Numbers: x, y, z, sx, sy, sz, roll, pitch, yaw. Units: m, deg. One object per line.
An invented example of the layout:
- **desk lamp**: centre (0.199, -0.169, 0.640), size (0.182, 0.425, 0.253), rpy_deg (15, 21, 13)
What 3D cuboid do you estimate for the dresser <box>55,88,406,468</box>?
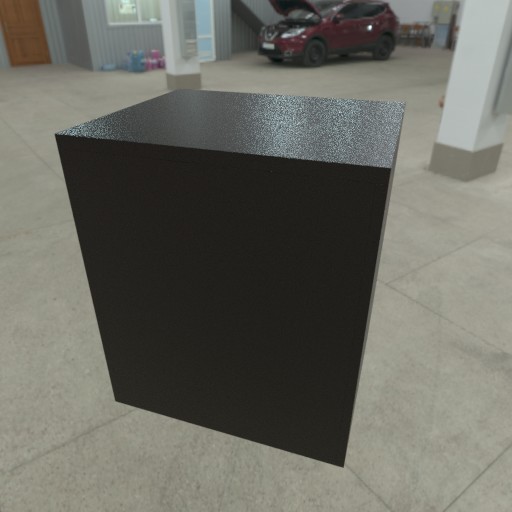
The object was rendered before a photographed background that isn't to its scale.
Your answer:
- **dresser**: centre (0.000, 0.000, 0.753), size (0.400, 0.470, 0.360), rpy_deg (10, 31, 16)
